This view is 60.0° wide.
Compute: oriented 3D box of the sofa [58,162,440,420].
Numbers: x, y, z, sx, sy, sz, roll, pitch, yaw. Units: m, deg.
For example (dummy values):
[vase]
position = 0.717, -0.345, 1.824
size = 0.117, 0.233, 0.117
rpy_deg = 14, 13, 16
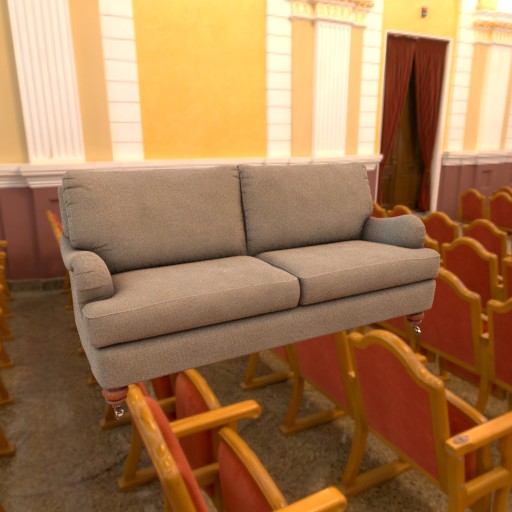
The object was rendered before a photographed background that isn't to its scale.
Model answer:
[sofa]
position = 0.000, 0.000, 2.773
size = 2.193, 1.096, 1.069
rpy_deg = -8, 17, -27
